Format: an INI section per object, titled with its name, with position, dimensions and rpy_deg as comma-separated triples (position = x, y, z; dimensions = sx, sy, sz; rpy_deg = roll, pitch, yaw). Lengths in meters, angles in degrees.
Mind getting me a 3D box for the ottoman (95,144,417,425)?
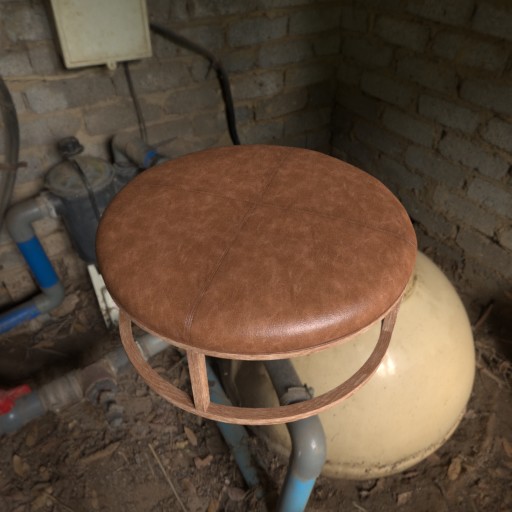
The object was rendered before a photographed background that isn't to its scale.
[ottoman]
position = 0.000, 0.000, 1.525
dimensions = 1.006, 0.445, 1.006
rpy_deg = 0, 40, 0
